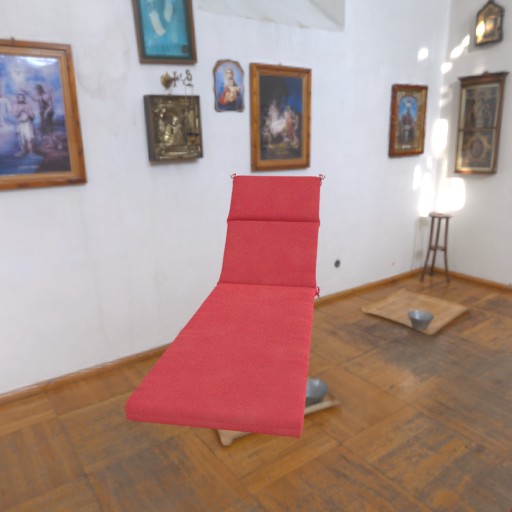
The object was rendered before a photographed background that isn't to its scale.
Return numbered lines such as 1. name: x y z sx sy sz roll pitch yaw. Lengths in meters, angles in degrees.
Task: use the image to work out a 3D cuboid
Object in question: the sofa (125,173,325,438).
1. sofa: 0.000 0.000 1.972 0.582 0.622 1.663 2 15 9
